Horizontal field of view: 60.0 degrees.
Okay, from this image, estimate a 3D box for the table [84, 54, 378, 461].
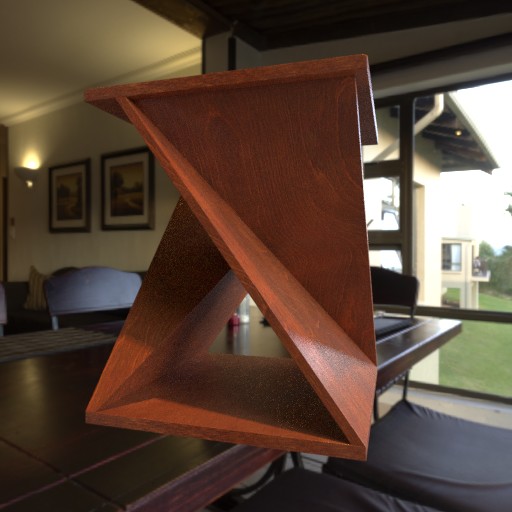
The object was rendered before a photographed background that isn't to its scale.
[{"bbox_3d":[0.000,0.000,0.832,0.427,0.520,0.427,0,1,17],"label":"table"}]
